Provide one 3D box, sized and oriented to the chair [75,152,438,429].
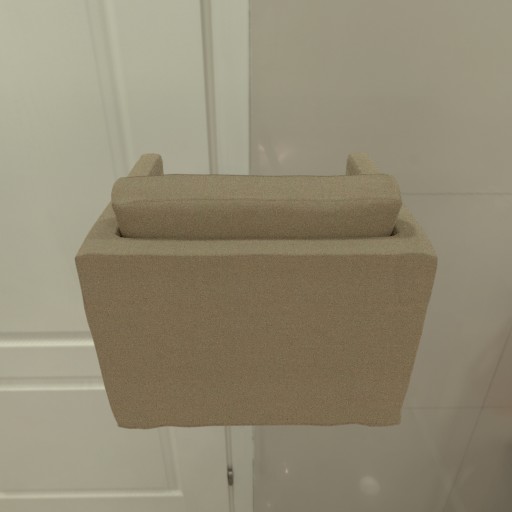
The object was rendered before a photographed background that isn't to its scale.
[{"bbox_3d":[0.000,0.000,1.754,1.057,0.863,0.949,0,30,-1],"label":"chair"}]
